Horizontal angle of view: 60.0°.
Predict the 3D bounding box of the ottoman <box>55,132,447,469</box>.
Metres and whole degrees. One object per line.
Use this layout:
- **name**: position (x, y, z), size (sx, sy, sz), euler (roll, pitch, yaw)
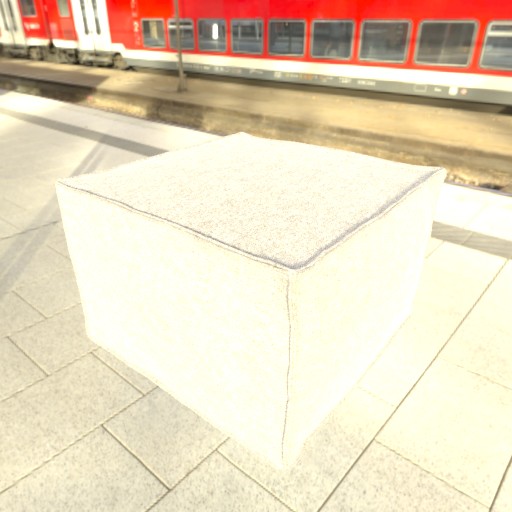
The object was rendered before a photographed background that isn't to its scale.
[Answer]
- **ottoman**: position (0.000, 0.000, 1.152), size (0.707, 0.470, 0.696), euler (21, 35, 33)
